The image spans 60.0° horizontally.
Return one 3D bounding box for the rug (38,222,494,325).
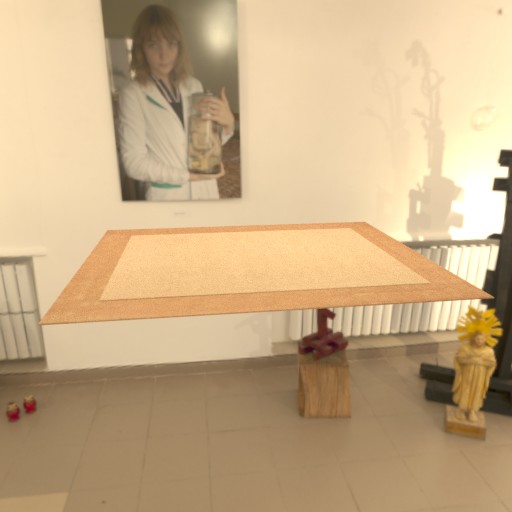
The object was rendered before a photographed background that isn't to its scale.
[{"bbox_3d":[0.000,0.000,4.073,3.048,0.014,2.438,-2,17,-8],"label":"rug"}]
